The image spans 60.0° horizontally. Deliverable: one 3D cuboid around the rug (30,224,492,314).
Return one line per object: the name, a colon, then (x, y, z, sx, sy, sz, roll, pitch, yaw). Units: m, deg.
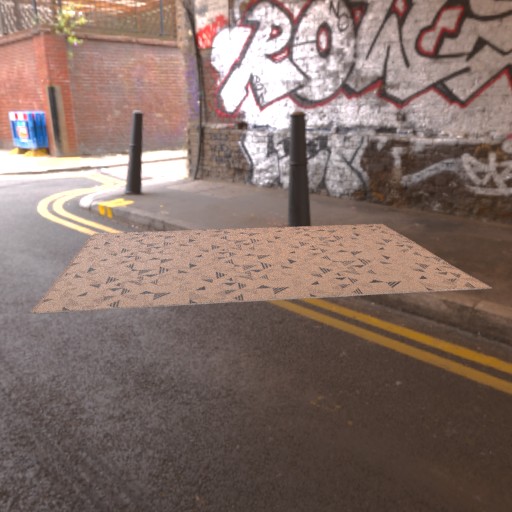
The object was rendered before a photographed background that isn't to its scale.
rug: (0.000, 0.000, 3.027, 2.457, 0.009, 1.512, -2, 18, -7)
